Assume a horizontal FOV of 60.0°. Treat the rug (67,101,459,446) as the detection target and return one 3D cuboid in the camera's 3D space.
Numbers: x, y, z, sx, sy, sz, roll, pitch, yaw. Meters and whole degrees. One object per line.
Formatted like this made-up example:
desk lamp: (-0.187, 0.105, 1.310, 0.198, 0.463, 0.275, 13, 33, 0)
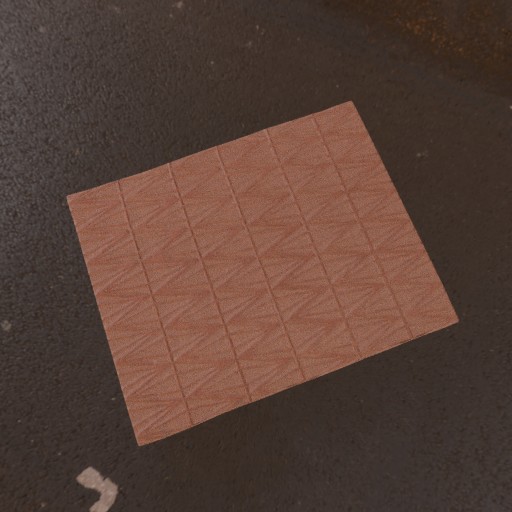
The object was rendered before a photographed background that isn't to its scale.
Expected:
rug: (0.000, 0.000, 4.182, 3.052, 0.043, 2.453, -20, 76, -5)
